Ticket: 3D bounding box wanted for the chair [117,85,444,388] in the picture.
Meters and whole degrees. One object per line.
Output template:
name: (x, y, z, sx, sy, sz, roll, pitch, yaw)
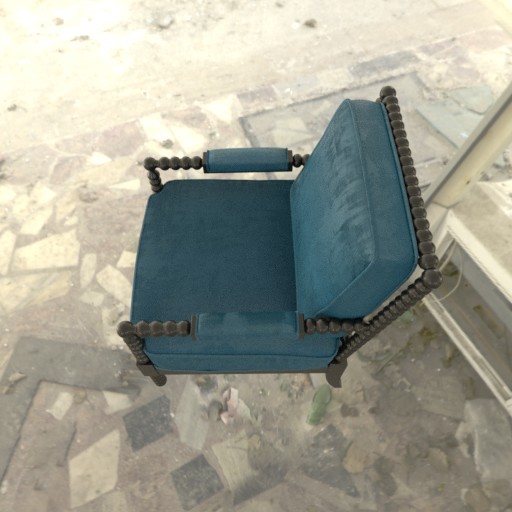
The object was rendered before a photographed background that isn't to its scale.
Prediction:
chair: (0.000, 0.000, 1.451, 0.805, 0.857, 0.688, 0, 59, 0)
